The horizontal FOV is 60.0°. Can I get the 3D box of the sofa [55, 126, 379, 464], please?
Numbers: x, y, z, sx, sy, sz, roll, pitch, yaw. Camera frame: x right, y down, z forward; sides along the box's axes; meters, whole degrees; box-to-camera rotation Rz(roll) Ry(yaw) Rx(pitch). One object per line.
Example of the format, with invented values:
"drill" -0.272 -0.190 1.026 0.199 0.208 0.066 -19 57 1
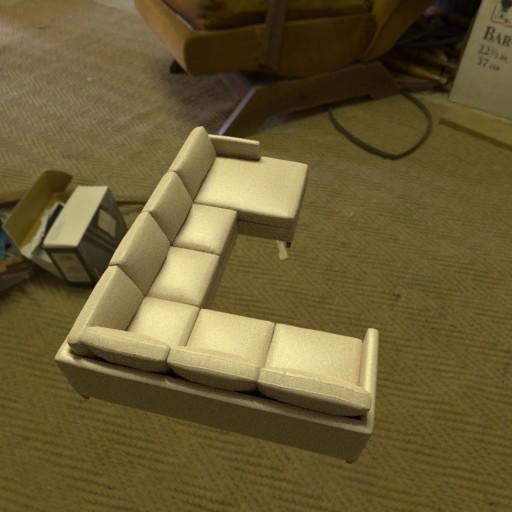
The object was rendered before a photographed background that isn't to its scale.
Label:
"sofa" 0.000 0.000 4.682 2.594 0.961 3.460 10 49 9
